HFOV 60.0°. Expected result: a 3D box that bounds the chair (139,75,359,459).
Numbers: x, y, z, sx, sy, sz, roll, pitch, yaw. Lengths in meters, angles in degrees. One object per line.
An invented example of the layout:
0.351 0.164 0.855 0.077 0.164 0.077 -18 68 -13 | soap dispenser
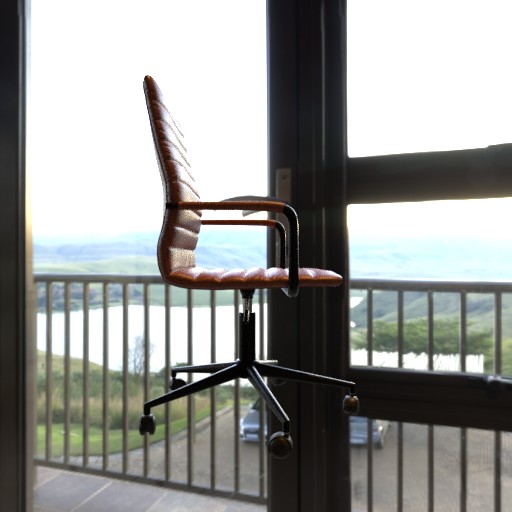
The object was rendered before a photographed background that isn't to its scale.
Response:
0.000 0.000 1.250 0.578 0.878 0.600 0 -1 0 | chair
